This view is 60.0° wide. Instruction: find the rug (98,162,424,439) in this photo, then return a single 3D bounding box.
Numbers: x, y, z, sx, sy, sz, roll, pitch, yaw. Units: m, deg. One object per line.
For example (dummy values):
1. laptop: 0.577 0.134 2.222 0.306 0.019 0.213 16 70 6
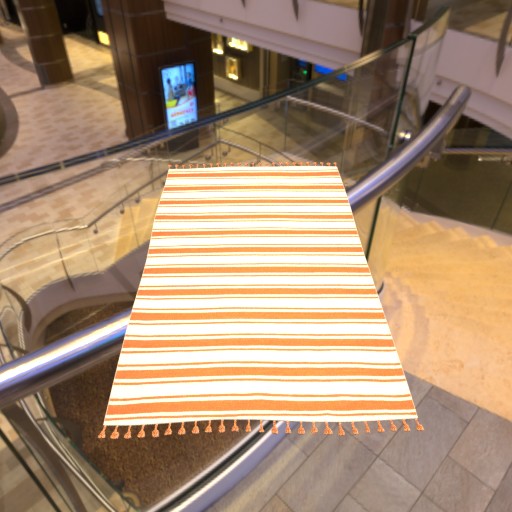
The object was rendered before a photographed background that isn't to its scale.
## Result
1. rug: 0.000 0.000 2.457 1.232 0.017 2.092 -1 41 -1
